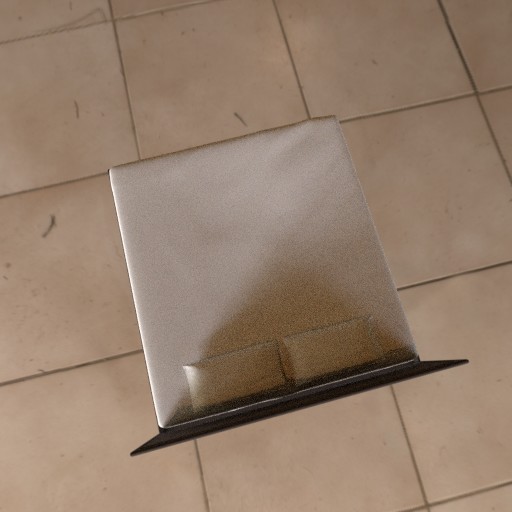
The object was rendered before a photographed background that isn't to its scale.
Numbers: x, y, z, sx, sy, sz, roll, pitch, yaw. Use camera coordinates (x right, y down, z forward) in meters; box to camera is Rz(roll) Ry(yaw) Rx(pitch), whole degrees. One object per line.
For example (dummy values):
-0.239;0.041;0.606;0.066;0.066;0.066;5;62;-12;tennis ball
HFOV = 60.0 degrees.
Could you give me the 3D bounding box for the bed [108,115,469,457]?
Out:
0.000;0.000;3.325;1.993;1.173;2.151;-14;76;-4;bed
